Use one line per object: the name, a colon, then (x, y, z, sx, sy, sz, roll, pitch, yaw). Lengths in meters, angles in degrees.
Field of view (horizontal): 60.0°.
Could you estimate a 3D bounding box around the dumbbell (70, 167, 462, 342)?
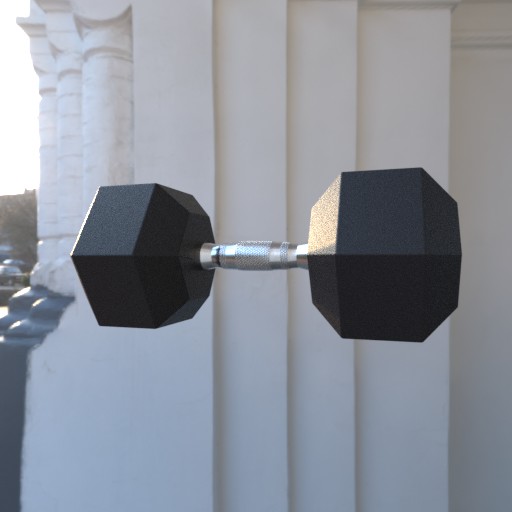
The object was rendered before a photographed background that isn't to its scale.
dumbbell: (0.000, 0.000, 0.467, 0.384, 0.150, 0.173, 0, -1, 17)
